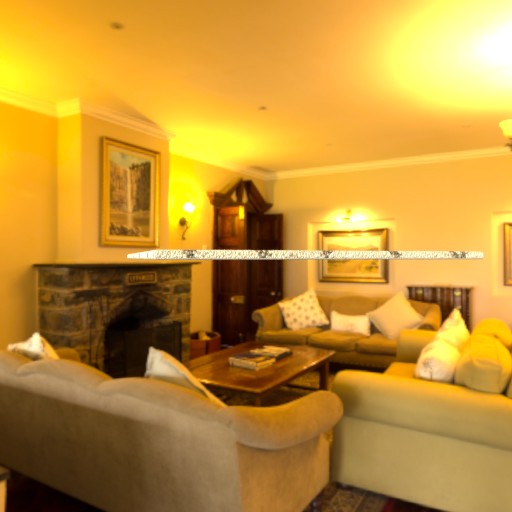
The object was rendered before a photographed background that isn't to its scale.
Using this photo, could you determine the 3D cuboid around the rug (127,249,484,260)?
[{"bbox_3d":[0.000,0.000,2.306,1.219,0.030,1.778,0,0,-18],"label":"rug"}]
